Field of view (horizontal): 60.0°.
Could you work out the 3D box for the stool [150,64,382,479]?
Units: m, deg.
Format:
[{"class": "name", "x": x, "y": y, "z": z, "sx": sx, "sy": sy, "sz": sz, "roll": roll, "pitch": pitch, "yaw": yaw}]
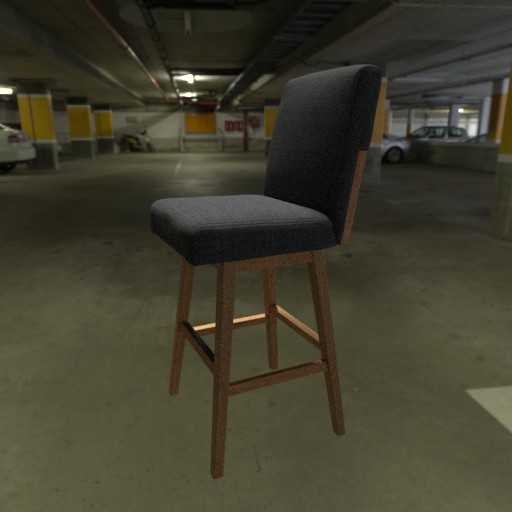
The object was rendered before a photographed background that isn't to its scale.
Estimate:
[{"class": "stool", "x": 0.000, "y": 0.000, "z": 1.392, "sx": 0.570, "sy": 1.112, "sz": 0.483, "roll": -7, "pitch": 17, "yaw": -25}]
